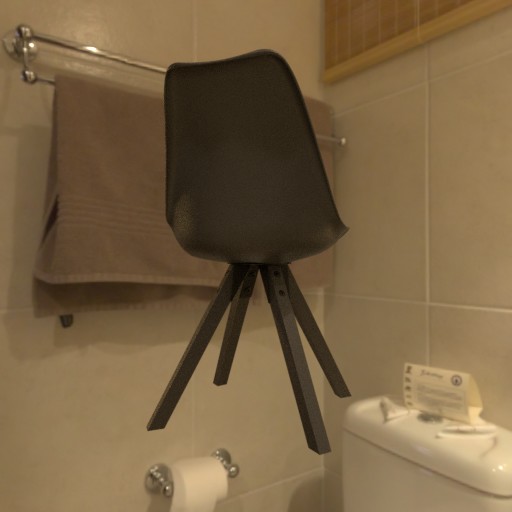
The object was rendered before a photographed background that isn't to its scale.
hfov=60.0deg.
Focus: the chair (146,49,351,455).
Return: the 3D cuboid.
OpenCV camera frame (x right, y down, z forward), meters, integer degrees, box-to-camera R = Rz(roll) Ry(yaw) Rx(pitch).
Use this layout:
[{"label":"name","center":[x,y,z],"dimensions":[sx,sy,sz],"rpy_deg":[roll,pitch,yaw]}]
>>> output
[{"label":"chair","center":[0.000,0.000,1.191],"dimensions":[0.485,0.850,0.550],"rpy_deg":[0,-1,18]}]
